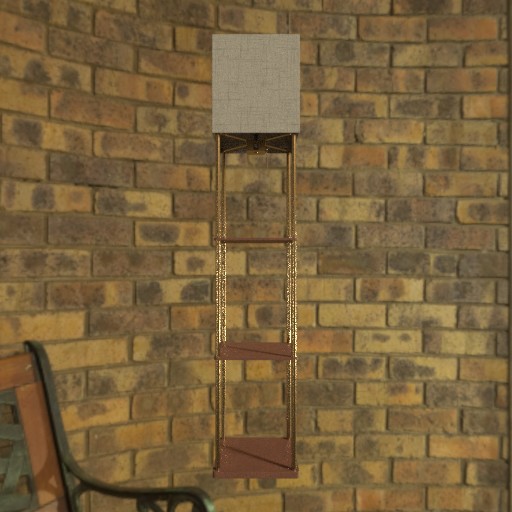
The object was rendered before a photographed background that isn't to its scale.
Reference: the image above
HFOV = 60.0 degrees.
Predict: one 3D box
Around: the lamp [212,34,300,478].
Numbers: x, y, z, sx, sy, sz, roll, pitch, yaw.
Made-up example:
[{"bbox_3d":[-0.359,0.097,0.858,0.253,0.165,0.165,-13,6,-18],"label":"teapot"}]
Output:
[{"bbox_3d":[0.000,0.000,1.718,0.310,1.569,0.308,0,0,0],"label":"lamp"}]
